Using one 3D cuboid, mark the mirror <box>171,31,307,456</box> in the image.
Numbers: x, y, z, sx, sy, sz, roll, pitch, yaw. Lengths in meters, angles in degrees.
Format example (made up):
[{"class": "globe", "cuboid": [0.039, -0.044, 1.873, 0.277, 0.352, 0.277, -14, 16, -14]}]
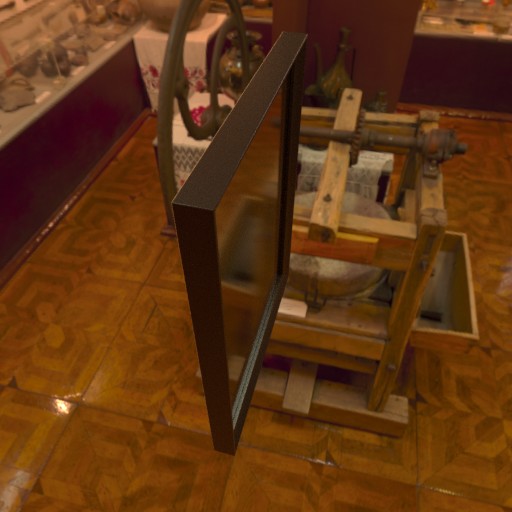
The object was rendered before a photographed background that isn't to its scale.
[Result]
[{"class": "mirror", "cuboid": [0.000, 0.000, 0.673, 0.041, 0.509, 0.406, 11, 46, 11]}]
